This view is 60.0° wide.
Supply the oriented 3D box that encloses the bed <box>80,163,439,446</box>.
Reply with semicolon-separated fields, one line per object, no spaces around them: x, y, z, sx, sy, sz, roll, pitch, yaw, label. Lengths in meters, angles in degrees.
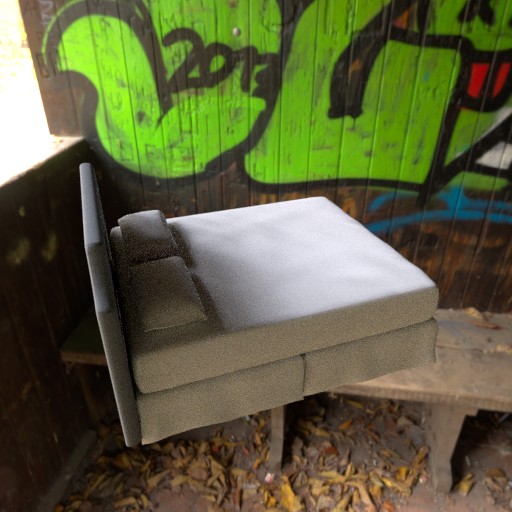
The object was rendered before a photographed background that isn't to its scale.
0.000;0.000;3.352;2.259;1.296;1.811;-10;32;-17;bed
